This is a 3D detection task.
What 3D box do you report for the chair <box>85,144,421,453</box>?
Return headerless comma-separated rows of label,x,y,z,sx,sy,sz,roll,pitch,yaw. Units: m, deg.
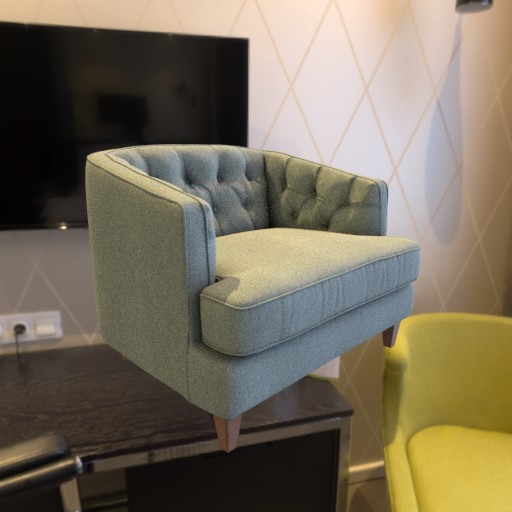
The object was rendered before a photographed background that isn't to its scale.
chair,0.000,0.000,1.743,0.945,0.852,1.094,13,19,43
